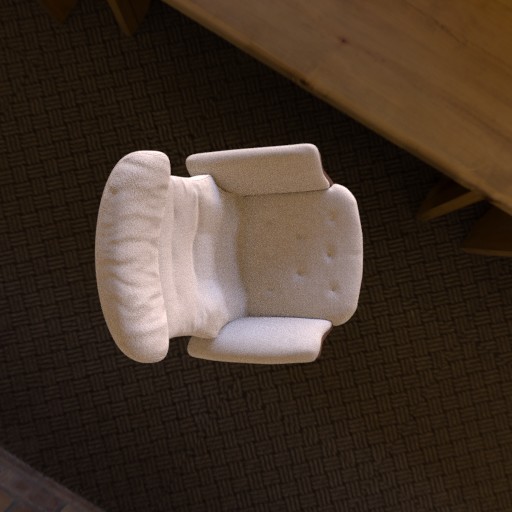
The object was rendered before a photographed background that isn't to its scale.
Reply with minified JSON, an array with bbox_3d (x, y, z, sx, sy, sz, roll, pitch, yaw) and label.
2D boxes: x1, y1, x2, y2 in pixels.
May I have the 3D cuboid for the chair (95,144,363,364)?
[{"bbox_3d":[0.000,0.000,1.580,0.837,0.995,0.785,0,90,-1],"label":"chair"}]
